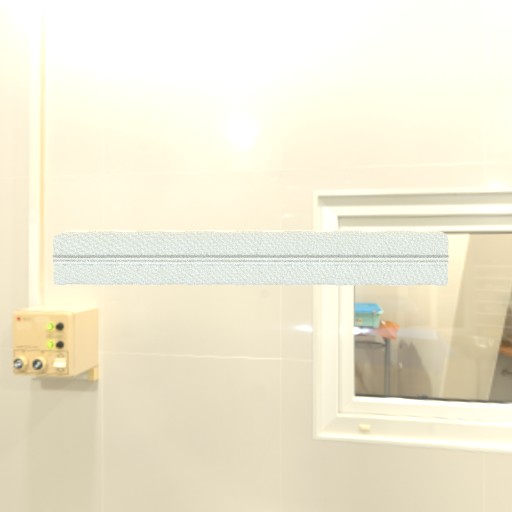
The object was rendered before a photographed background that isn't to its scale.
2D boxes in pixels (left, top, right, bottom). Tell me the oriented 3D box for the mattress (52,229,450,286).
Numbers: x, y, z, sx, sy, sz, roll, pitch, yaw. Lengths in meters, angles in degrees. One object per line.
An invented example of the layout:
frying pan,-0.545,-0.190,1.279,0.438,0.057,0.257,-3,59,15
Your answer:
mattress,0.000,0.000,2.547,1.400,0.200,2.000,0,0,2
